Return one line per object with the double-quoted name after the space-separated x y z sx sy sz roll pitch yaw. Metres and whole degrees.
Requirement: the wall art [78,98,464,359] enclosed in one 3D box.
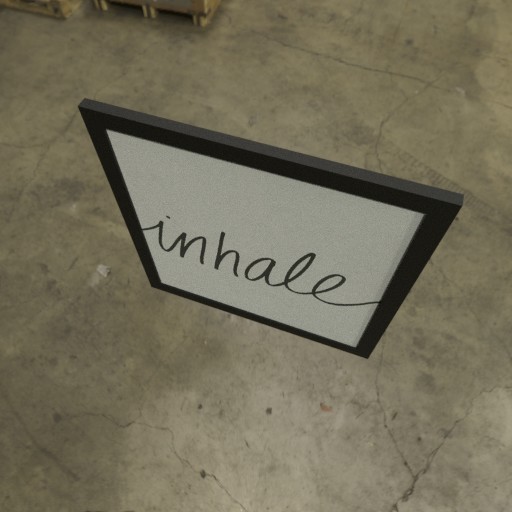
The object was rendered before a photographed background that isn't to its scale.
0.000 0.000 0.540 0.356 0.356 0.013 17 59 11 "wall art"
